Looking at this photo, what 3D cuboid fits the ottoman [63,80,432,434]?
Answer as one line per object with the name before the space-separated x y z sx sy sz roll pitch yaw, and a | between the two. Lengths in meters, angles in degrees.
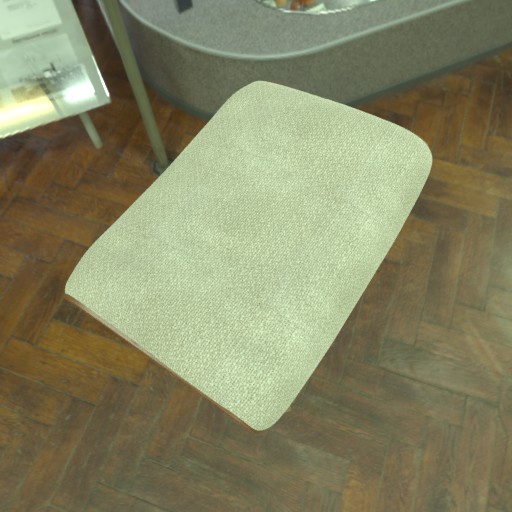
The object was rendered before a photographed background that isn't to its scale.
ottoman | 0.000 0.000 0.810 0.394 0.391 0.520 31 69 14
